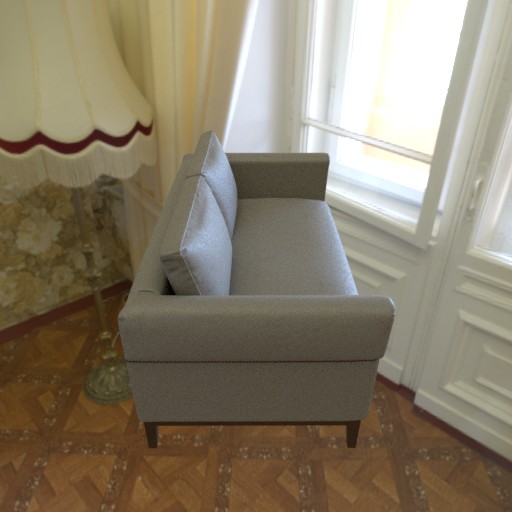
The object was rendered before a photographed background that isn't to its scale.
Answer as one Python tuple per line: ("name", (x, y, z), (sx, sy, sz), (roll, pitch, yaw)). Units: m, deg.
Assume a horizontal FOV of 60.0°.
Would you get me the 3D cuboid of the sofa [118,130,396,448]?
("sofa", (0.000, 0.000, 2.201), (0.899, 0.873, 1.598), (0, 32, 0))
